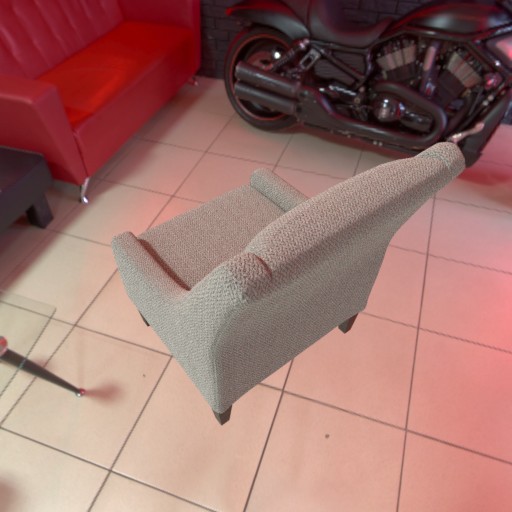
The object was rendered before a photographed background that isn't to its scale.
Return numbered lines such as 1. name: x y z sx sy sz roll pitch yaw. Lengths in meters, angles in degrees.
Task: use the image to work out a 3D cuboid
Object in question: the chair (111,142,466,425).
1. chair: 0.000 0.000 1.582 0.774 1.014 0.870 -30 53 -25
